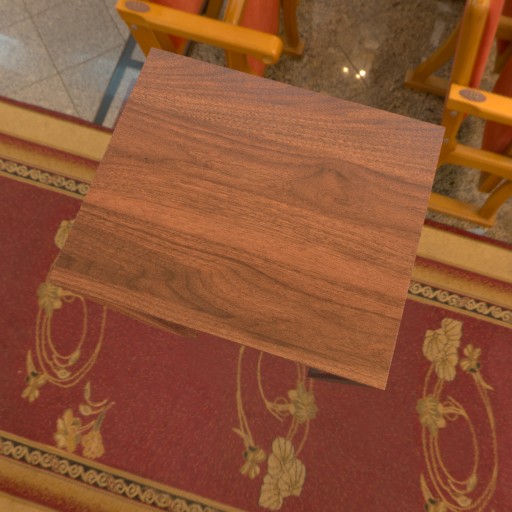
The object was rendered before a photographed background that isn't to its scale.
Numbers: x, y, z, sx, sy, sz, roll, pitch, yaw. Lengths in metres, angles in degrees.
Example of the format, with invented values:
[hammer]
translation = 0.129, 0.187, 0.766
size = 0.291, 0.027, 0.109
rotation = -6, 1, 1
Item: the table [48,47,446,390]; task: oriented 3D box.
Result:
[table]
translation = 0.000, 0.000, 1.560
size = 0.786, 1.041, 0.660
rotation = 17, 76, 4
